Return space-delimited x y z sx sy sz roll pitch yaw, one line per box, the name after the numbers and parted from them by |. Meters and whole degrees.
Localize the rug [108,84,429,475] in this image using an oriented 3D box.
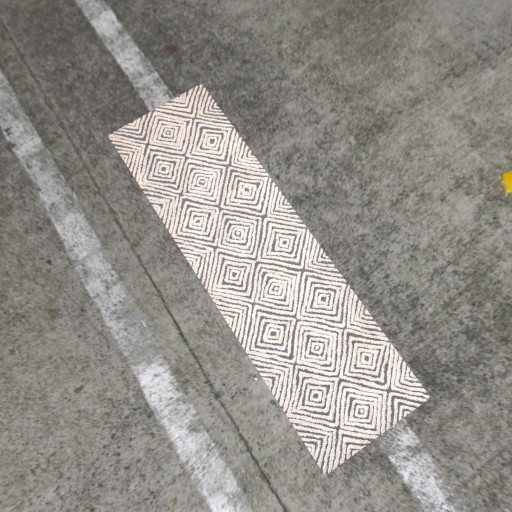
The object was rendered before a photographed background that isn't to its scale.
0.000 0.000 2.513 0.676 0.008 2.277 -32 77 -8 | rug
